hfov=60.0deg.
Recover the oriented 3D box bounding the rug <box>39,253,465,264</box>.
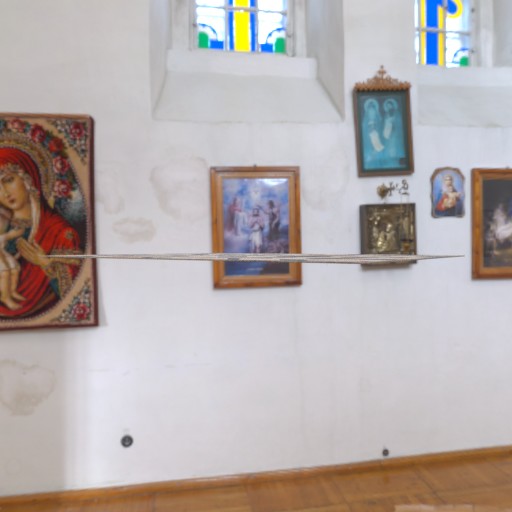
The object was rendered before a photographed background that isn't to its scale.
[{"bbox_3d":[0.000,0.000,4.052,3.072,0.011,2.451,1,1,36],"label":"rug"}]
